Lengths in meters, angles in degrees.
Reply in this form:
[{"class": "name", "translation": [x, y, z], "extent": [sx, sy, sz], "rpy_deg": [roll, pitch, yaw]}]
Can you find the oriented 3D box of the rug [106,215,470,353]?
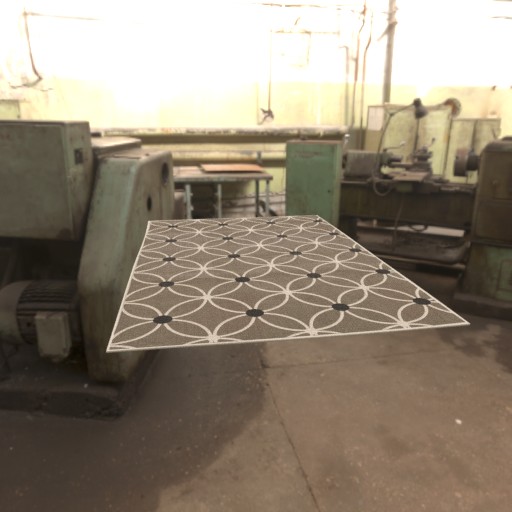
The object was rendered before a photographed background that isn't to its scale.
[{"class": "rug", "translation": [0.000, 0.000, 2.865], "extent": [1.522, 0.008, 2.284], "rpy_deg": [-3, 17, -9]}]
